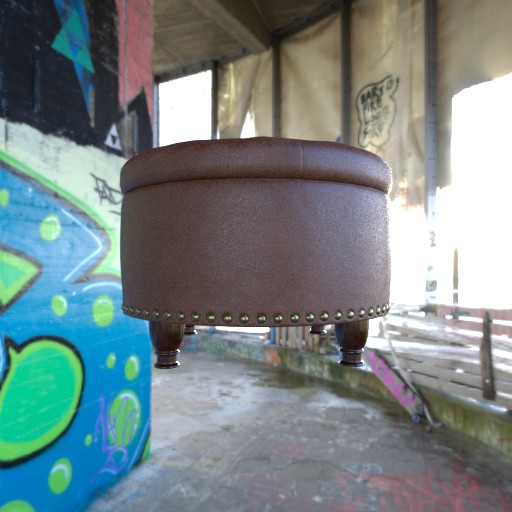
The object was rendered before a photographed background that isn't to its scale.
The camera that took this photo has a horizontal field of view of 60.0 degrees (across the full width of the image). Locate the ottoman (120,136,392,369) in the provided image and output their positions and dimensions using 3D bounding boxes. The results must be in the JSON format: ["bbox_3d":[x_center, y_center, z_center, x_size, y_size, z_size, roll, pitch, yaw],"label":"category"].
[{"bbox_3d":[0.000,0.000,1.083,0.637,0.442,0.637,0,0,0],"label":"ottoman"}]
